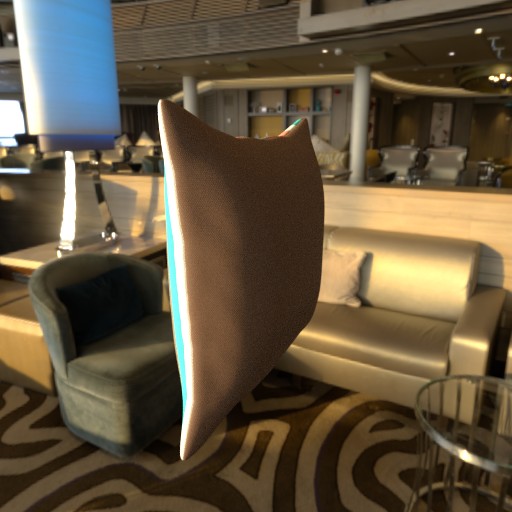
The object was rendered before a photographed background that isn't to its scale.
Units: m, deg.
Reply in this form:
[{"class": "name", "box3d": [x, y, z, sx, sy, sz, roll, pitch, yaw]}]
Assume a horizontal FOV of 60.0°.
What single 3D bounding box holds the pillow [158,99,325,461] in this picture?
[{"class": "pillow", "box3d": [0.000, 0.000, 0.711, 0.168, 0.443, 0.453, 7, 16, 24]}]
